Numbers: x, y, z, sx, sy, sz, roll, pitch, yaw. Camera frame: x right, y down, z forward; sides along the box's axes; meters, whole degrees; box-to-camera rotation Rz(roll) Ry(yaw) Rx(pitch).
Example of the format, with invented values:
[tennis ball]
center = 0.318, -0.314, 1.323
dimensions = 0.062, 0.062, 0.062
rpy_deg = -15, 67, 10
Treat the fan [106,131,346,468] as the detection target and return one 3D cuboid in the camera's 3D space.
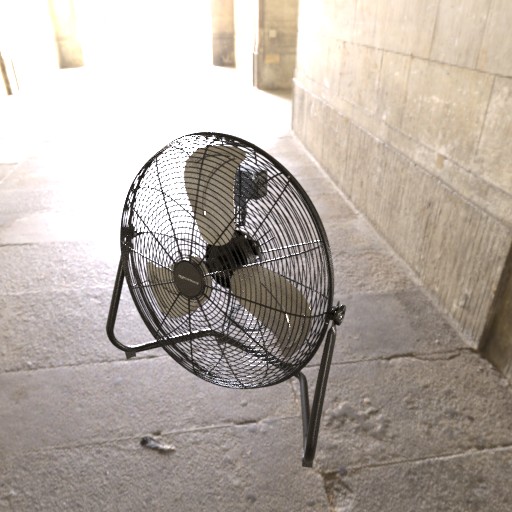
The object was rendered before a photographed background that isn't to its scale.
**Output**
[fan]
center = 0.000, 0.000, 1.022
dimensions = 0.595, 0.605, 0.470
rpy_deg = 20, 35, 31
